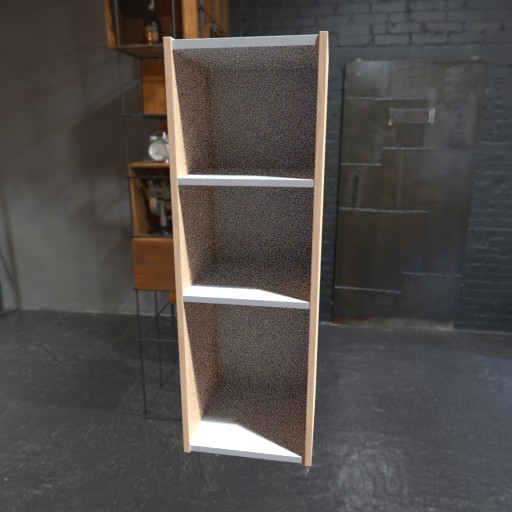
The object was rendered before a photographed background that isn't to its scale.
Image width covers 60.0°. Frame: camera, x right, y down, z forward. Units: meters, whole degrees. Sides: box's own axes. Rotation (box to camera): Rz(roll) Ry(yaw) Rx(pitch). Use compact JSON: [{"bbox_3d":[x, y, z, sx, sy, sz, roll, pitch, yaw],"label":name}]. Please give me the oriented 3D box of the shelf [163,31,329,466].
[{"bbox_3d":[0.000,0.000,1.049,0.300,0.900,0.290,2,15,9],"label":"shelf"}]
